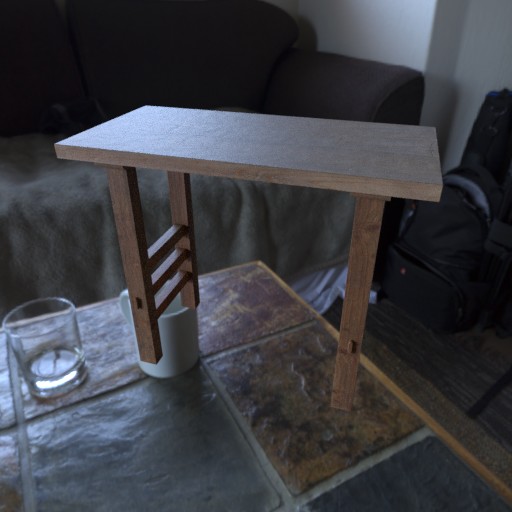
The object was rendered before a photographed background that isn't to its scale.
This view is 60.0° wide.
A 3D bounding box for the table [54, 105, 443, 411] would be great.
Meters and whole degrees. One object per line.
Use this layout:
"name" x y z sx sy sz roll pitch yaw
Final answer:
"table" 0.000 0.000 1.671 1.119 0.914 0.556 9 32 15
